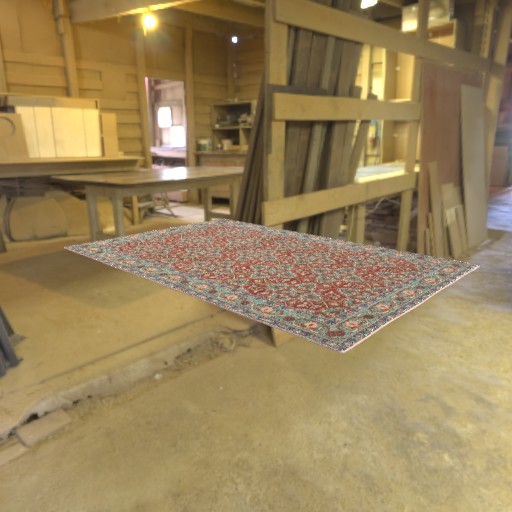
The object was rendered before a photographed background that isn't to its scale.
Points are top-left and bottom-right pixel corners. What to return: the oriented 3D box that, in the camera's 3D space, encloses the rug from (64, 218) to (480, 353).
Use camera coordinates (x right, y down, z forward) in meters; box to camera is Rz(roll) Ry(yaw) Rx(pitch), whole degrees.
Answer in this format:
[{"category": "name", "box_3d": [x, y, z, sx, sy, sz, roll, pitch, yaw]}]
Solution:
[{"category": "rug", "box_3d": [0.000, 0.000, 2.313, 1.829, 0.009, 1.219, 14, 20, 41]}]
